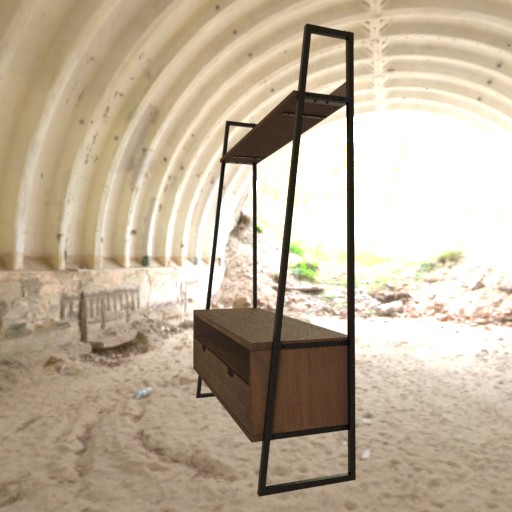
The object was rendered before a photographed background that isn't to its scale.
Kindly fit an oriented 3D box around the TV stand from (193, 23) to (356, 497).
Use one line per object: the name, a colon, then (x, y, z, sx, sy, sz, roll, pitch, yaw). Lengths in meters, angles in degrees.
TV stand: (0.000, 0.000, 2.280, 0.432, 1.772, 1.250, 0, -1, -18)
